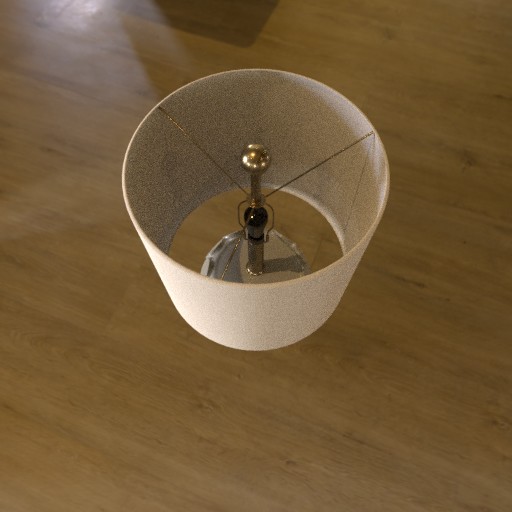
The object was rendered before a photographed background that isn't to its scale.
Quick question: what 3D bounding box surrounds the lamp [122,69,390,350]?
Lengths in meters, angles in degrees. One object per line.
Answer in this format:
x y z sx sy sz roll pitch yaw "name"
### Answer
0.000 0.000 0.607 0.254 0.452 0.254 0 65 0 "lamp"
